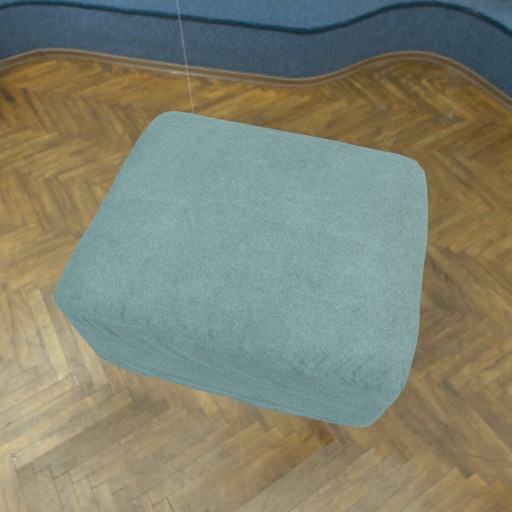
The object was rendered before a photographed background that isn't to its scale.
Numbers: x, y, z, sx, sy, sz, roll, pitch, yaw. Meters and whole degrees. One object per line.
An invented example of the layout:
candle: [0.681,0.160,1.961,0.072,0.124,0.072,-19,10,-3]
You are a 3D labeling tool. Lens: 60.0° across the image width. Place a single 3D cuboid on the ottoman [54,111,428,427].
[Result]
ottoman: [0.000,0.000,1.222,0.837,0.481,0.683,13,58,8]
